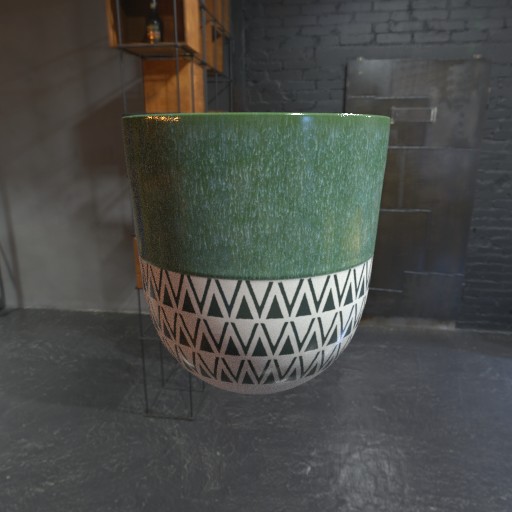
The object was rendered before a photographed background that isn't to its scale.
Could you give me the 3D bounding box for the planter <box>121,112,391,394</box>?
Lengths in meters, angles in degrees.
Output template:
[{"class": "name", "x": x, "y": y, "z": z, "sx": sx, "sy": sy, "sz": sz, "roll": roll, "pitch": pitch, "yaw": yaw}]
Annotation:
[{"class": "planter", "x": 0.000, "y": 0.000, "z": 0.362, "sx": 0.195, "sy": 0.214, "sz": 0.195, "roll": 0, "pitch": 15, "yaw": 0}]
